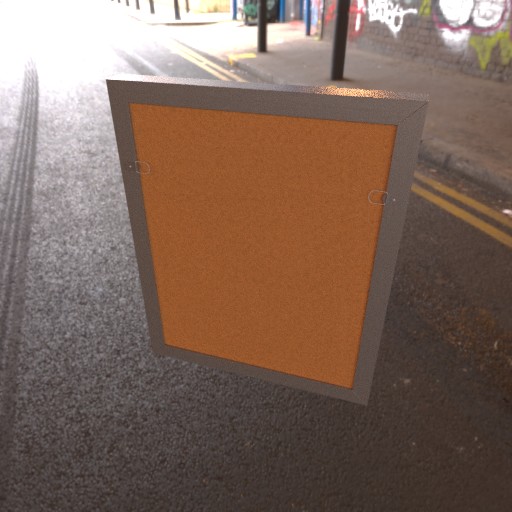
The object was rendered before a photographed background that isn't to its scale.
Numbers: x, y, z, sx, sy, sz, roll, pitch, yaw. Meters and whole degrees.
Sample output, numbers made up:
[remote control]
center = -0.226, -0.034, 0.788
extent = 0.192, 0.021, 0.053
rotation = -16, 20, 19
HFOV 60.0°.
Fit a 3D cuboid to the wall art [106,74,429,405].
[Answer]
[wall art]
center = 0.000, 0.000, 0.518
extent = 0.308, 0.379, 0.030
rotation = 10, 34, 15
